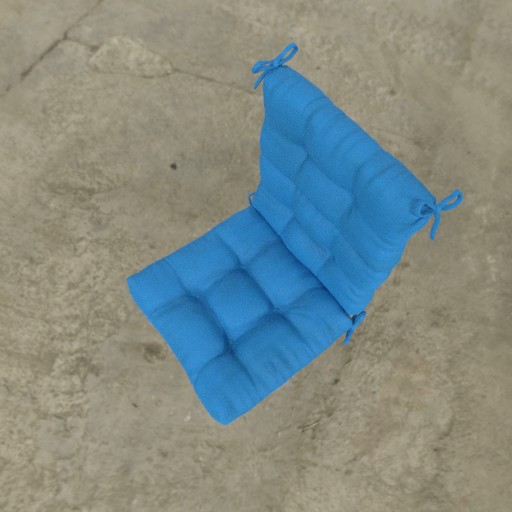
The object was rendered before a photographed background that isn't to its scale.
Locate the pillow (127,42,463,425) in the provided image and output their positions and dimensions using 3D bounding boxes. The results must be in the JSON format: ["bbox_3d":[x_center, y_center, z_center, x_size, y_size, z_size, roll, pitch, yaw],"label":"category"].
[{"bbox_3d":[0.000,0.000,1.034,0.571,0.605,0.519,-34,68,-15],"label":"pillow"}]
